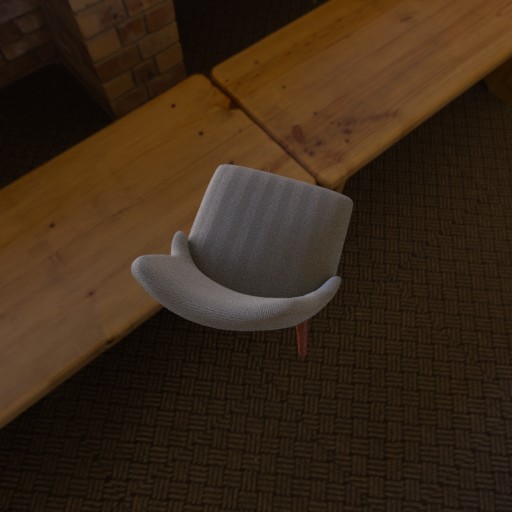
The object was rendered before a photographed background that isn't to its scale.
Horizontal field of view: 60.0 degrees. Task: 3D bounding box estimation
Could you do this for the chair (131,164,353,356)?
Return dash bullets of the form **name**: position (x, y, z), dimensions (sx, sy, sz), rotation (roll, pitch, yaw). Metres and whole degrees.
- **chair**: position (0.000, 0.000, 1.353), dimensions (0.535, 0.918, 0.707), rotation (17, 66, 8)
